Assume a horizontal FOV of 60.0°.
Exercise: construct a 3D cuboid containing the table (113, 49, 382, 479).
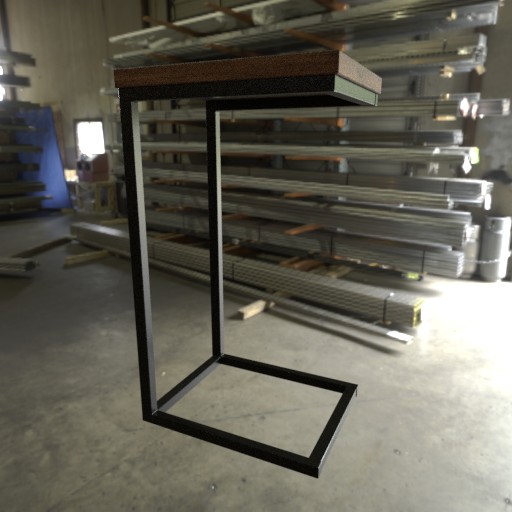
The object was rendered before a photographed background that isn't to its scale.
[{"bbox_3d":[0.000,0.000,0.935,0.414,0.718,0.323,7,16,25],"label":"table"}]
